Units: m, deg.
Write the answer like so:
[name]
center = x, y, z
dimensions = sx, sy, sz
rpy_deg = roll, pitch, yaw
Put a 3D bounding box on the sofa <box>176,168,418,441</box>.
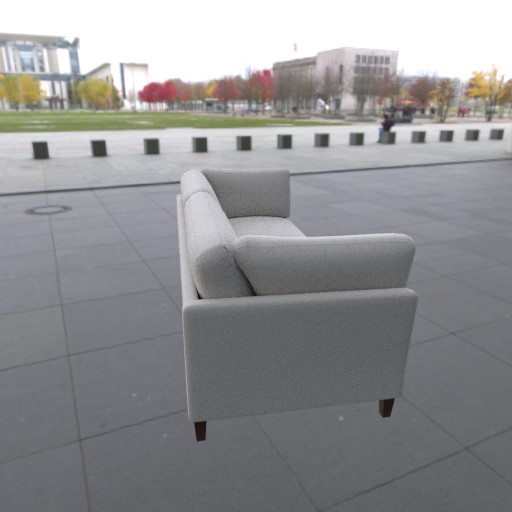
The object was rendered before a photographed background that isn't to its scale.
[sofa]
center = 0.000, 0.000, 2.804
dimensions = 0.957, 0.863, 2.301
rpy_deg = -3, 19, -10
